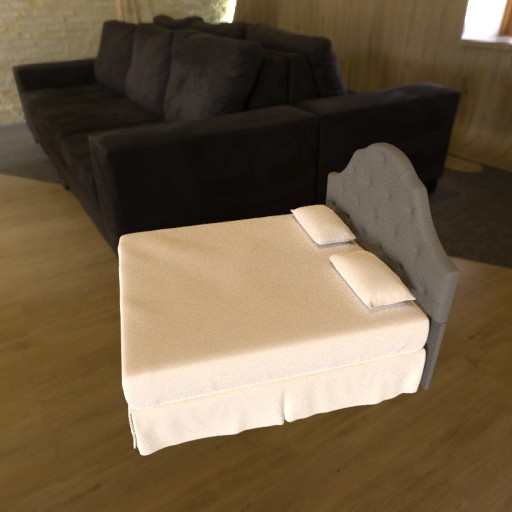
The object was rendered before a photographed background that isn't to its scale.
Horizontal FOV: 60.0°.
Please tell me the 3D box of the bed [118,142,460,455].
[{"bbox_3d":[0.000,0.000,3.552,2.214,1.615,2.008,-8,31,-13],"label":"bed"}]
